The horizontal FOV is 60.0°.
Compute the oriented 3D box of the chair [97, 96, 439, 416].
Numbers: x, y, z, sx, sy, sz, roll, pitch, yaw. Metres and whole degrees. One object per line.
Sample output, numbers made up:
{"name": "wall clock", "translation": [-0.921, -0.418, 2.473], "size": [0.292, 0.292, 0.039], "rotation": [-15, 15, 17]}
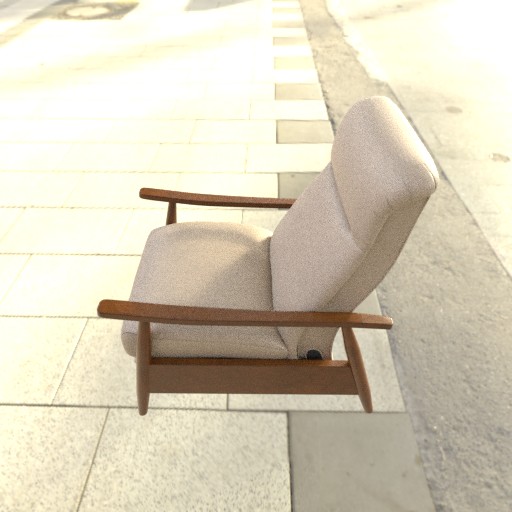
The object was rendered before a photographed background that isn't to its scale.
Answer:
{"name": "chair", "translation": [0.000, 0.000, 1.756], "size": [1.030, 1.082, 0.762], "rotation": [0, 40, 0]}
